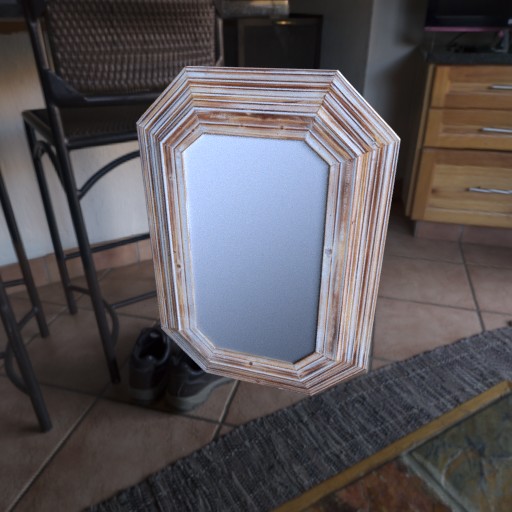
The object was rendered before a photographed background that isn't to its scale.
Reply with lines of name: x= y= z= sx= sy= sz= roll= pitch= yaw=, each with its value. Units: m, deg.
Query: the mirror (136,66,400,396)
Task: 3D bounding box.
mirror: x=0.000 y=0.000 z=1.302 sx=0.709 sy=1.015 sz=0.061 roll=8 pitch=29 yaw=15
